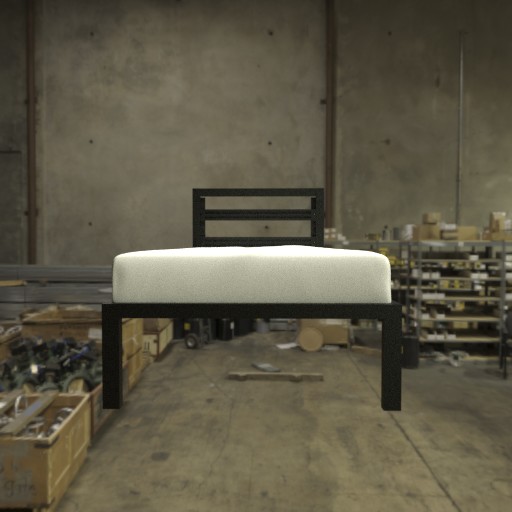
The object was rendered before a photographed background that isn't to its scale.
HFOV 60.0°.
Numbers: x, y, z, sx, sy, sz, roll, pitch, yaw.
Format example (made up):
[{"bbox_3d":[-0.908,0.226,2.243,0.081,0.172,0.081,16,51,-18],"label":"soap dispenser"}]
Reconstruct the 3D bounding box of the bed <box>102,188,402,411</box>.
[{"bbox_3d":[0.000,0.000,2.421,0.991,0.967,1.930,0,2,1],"label":"bed"}]
